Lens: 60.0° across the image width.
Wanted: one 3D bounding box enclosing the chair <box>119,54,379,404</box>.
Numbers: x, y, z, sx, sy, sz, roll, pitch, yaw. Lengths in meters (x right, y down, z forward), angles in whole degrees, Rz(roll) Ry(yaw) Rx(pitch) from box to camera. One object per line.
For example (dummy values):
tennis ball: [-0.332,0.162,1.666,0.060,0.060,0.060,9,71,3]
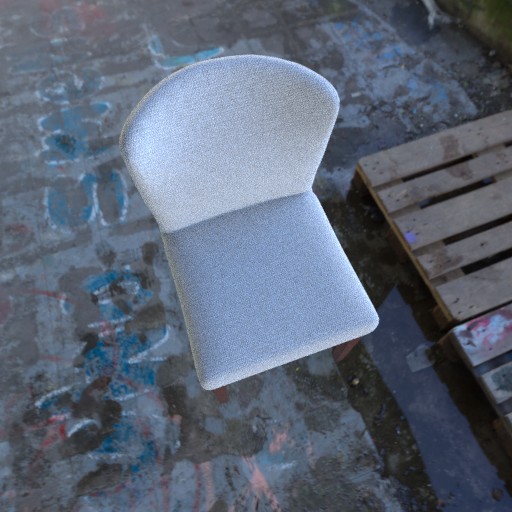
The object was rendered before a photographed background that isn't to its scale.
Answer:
chair: [0.000,0.000,1.212,0.491,0.839,0.589,-18,64,-9]
